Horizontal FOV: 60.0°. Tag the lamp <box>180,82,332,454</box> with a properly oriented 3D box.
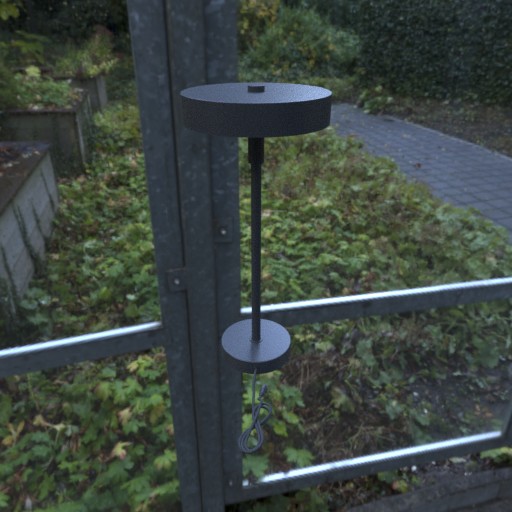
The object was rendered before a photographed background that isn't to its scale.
[{"bbox_3d":[0.000,0.000,0.723,0.229,0.508,0.369,0,28,0],"label":"lamp"}]
